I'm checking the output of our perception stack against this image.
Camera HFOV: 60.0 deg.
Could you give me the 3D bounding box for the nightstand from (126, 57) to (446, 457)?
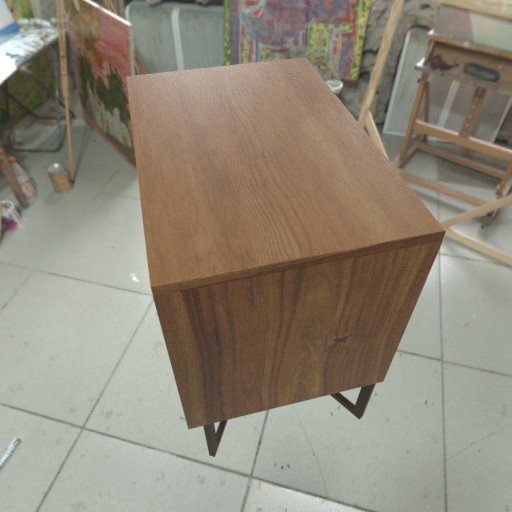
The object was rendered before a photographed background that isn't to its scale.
[{"bbox_3d":[0.000,0.000,1.013,0.427,0.615,0.613,-10,47,-10],"label":"nightstand"}]
